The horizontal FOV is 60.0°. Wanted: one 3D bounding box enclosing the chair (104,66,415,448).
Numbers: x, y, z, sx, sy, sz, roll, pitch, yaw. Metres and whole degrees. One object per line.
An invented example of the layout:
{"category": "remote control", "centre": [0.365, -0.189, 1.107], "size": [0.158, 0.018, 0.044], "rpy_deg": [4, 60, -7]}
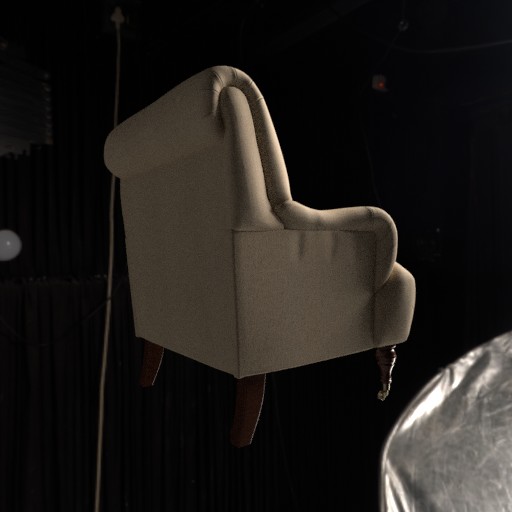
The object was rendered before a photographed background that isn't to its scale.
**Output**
{"category": "chair", "centre": [0.000, 0.000, 1.532], "size": [0.842, 0.944, 0.766], "rpy_deg": [0, 1, -36]}
